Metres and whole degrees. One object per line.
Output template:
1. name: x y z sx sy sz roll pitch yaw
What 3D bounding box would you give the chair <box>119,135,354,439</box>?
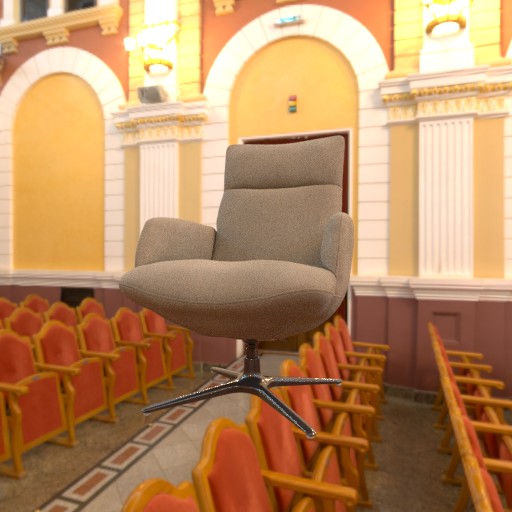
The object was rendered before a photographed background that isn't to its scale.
1. chair: 0.000 0.000 1.619 0.711 1.016 0.889 0 1 19
